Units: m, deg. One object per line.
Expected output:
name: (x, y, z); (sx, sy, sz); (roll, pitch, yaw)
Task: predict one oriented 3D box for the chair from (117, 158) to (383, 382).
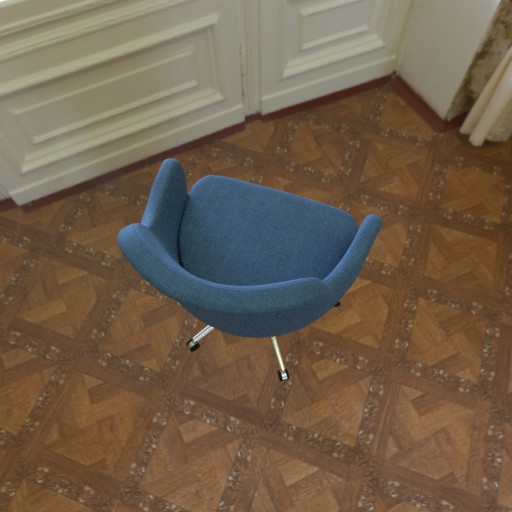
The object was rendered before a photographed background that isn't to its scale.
chair: (0.000, 0.000, 1.255); (0.599, 0.820, 0.655); (17, 63, 9)
